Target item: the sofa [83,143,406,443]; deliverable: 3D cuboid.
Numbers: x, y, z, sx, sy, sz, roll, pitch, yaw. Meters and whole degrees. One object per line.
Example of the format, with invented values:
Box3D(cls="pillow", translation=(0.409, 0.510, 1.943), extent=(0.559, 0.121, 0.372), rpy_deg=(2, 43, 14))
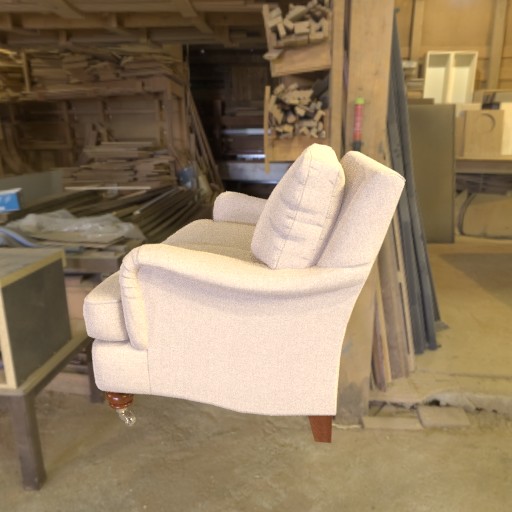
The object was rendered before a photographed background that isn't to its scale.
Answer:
Box3D(cls="sofa", translation=(0.000, 0.000, 2.162), extent=(1.087, 1.048, 1.508), rpy_deg=(2, 16, 8))
